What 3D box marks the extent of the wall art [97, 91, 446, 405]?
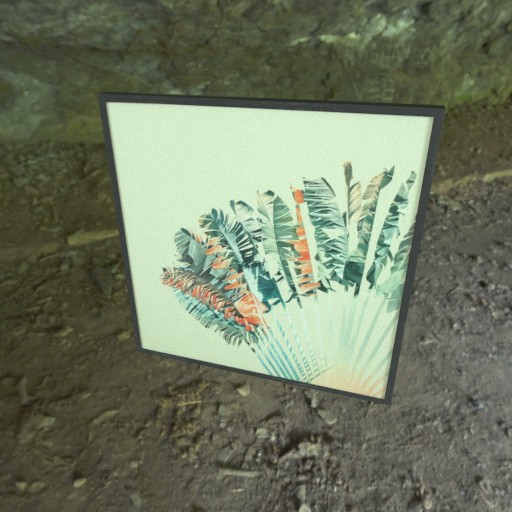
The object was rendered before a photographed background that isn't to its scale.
[{"bbox_3d":[0.000,0.000,1.126,0.762,0.758,0.043,8,28,15],"label":"wall art"}]
